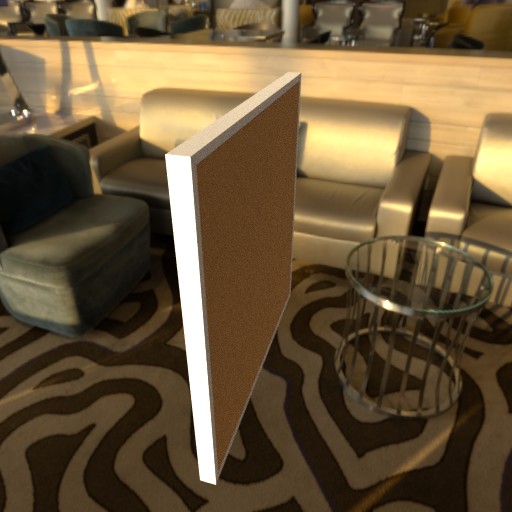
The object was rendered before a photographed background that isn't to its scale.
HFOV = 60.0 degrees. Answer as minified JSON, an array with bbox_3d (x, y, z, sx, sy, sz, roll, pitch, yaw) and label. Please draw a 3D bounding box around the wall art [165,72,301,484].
[{"bbox_3d":[0.000,0.000,1.124,0.038,0.762,0.762,9,32,14],"label":"wall art"}]
